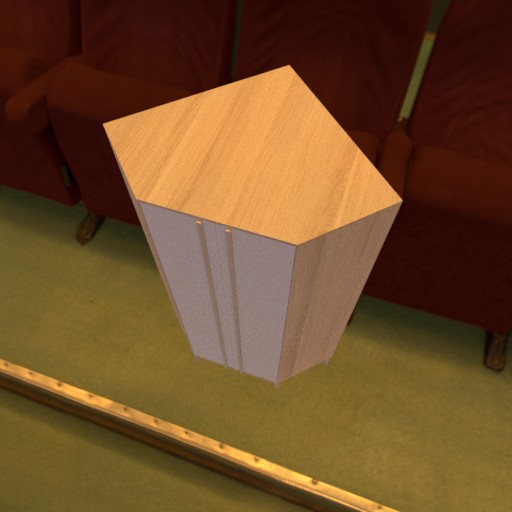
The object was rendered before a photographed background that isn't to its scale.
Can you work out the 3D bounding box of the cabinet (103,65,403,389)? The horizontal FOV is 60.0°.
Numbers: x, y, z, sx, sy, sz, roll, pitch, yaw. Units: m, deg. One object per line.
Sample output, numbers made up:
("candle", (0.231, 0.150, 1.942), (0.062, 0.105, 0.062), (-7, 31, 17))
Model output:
("cabinet", (0.000, 0.000, 2.687), (1.272, 1.957, 0.969), (16, 60, 10))
